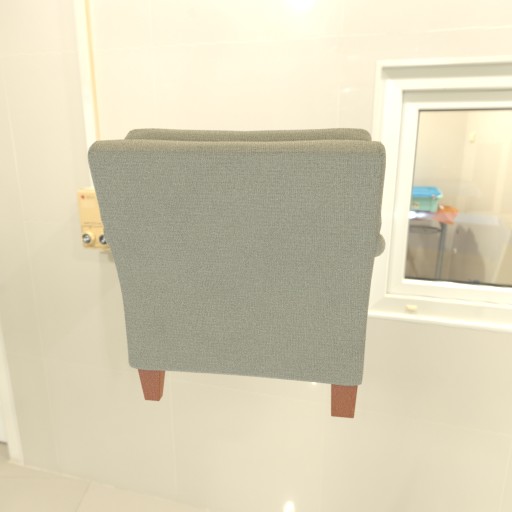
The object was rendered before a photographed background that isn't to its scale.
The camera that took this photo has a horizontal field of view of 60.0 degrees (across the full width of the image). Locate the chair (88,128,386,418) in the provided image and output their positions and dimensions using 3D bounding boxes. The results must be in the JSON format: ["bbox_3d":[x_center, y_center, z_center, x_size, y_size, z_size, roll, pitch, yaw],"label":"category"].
[{"bbox_3d":[0.000,0.000,1.885,0.955,1.038,1.070,2,16,8],"label":"chair"}]
